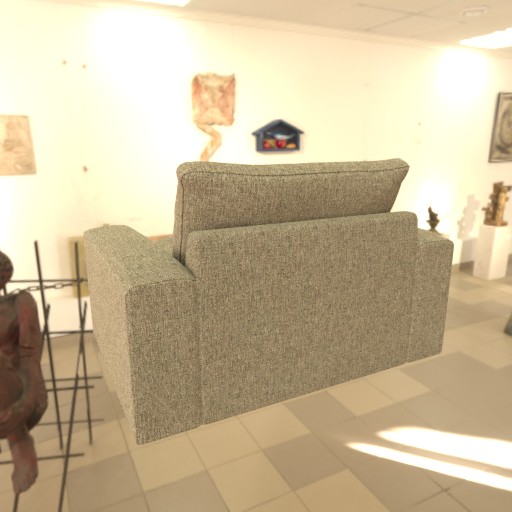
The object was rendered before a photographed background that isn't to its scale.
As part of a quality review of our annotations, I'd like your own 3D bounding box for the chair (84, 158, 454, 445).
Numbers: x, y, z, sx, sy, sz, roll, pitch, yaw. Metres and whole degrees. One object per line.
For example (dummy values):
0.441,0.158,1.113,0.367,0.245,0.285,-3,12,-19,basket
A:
0.000,0.000,2.063,1.398,0.915,1.039,-8,17,-26,chair
